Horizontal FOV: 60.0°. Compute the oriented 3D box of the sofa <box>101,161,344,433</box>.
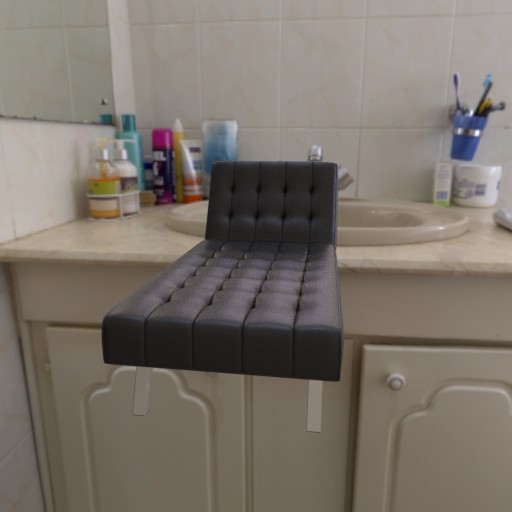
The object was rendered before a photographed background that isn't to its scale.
[{"bbox_3d":[0.000,0.000,2.047,0.760,0.820,1.560,2,14,9],"label":"sofa"}]
